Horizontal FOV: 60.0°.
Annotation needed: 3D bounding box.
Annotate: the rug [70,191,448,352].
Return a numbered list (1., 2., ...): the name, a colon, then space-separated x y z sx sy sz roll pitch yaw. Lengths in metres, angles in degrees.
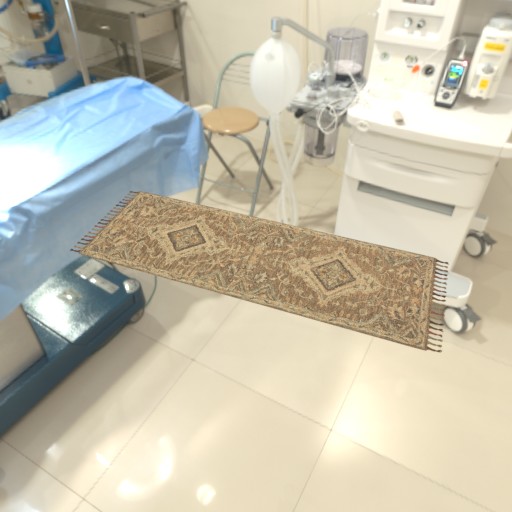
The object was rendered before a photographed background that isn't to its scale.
1. rug: 0.000 0.000 2.786 2.378 0.018 1.324 26 48 26
